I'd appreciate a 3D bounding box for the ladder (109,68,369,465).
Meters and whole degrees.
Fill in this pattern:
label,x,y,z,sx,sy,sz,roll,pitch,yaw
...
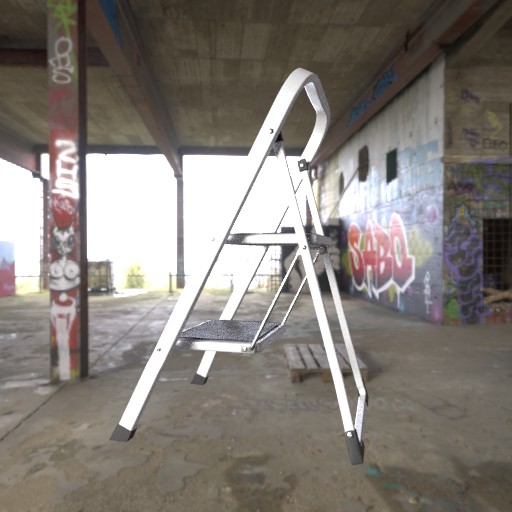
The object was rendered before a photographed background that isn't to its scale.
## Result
label,x,y,z,sx,sy,sz,roll,pitch,yaw
ladder,0.000,0.000,1.121,0.544,0.810,0.460,0,0,16
